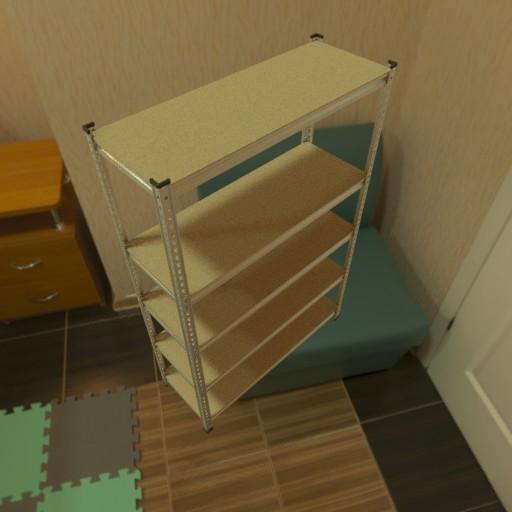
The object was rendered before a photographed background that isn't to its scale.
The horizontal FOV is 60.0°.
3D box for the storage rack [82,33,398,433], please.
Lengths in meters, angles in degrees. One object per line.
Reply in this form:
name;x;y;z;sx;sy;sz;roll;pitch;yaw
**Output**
storage rack;0.000;0.000;2.353;1.219;1.829;0.457;-35;56;-28
